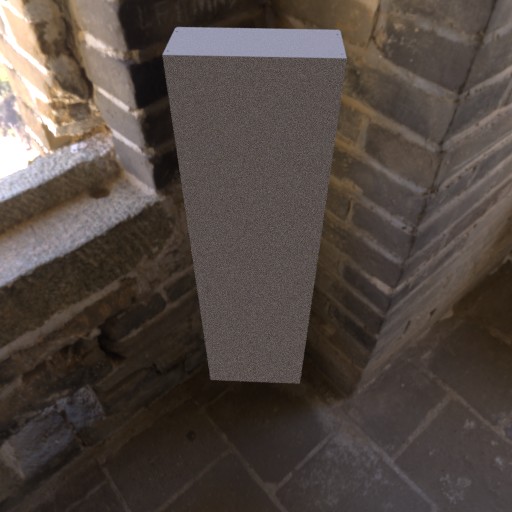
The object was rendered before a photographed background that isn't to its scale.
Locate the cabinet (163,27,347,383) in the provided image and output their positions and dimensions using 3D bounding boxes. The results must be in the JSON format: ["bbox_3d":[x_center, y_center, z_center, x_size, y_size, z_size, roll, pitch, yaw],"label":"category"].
[{"bbox_3d":[0.000,0.000,1.924,0.500,1.790,0.230,2,46,2],"label":"cabinet"}]
